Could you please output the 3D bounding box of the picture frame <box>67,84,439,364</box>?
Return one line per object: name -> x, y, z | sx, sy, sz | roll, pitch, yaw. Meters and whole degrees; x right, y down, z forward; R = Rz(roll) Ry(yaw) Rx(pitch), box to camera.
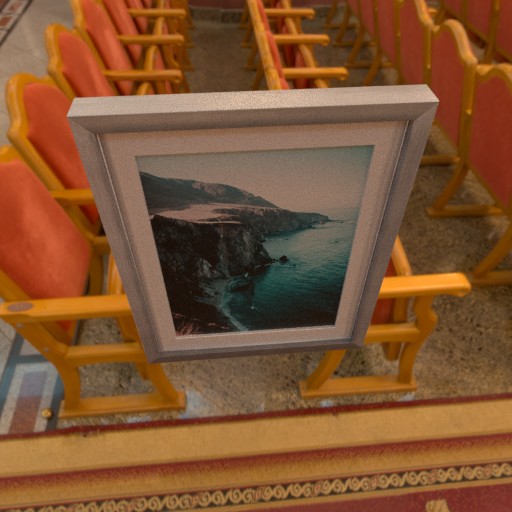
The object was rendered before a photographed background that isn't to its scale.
picture frame -> 0.000, 0.000, 0.747 | 0.449, 0.555, 0.046 | -3, 46, -3
